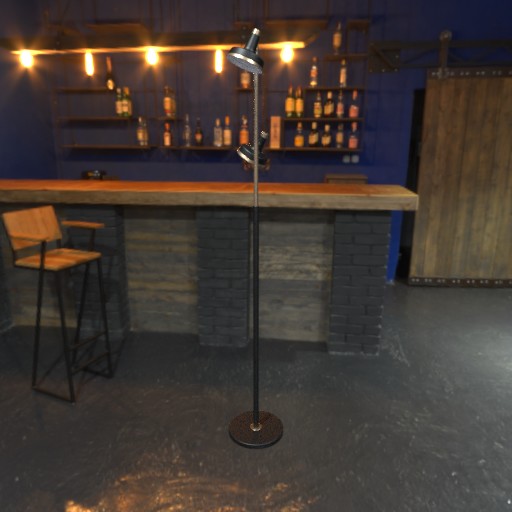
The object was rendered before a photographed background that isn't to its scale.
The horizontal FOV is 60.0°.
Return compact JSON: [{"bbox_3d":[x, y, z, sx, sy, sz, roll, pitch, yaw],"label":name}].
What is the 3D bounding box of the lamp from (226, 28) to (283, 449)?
[{"bbox_3d":[0.000,0.000,1.828,0.253,1.674,0.351,2,15,8],"label":"lamp"}]
